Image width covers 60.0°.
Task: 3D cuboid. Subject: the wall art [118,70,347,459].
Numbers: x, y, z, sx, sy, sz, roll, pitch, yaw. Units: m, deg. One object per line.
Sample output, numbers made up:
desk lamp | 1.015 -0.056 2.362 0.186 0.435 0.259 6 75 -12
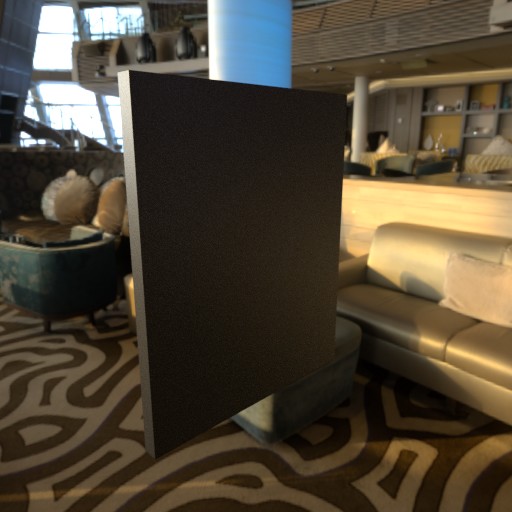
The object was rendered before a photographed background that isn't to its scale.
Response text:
wall art | 0.000 0.000 0.772 0.457 0.557 0.028 -14 20 -42
